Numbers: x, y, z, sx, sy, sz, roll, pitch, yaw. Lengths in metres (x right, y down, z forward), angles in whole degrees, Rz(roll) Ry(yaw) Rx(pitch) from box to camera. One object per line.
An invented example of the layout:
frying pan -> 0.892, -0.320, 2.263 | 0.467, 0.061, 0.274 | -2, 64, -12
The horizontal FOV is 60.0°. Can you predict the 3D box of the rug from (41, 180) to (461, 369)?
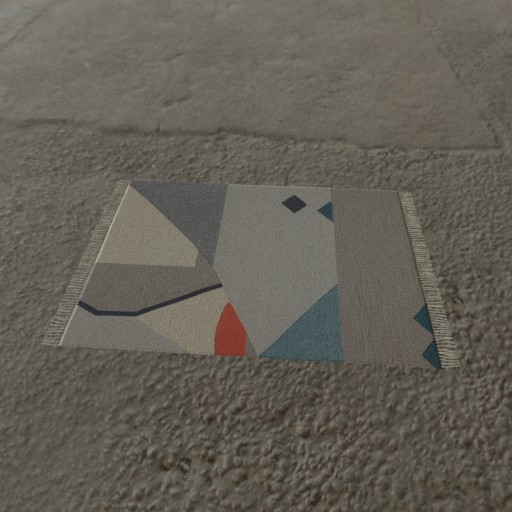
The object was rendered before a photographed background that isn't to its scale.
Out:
rug -> 0.000, 0.000, 2.334 | 1.828, 0.005, 1.220 | 3, 46, 3
